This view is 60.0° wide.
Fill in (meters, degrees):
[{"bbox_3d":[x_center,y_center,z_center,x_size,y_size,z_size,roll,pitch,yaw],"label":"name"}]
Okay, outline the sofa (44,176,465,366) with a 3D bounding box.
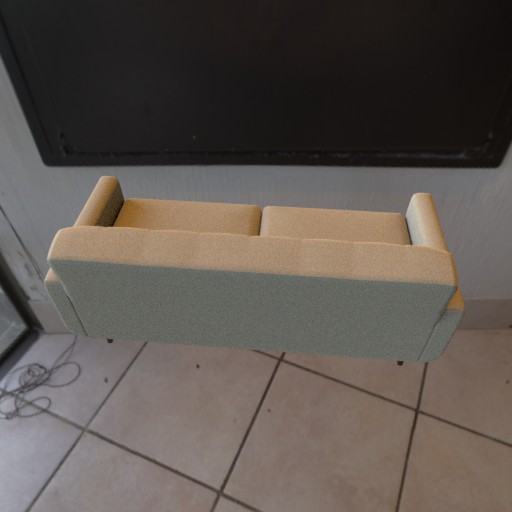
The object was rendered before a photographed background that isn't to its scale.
[{"bbox_3d":[0.000,0.000,2.625,2.137,0.892,0.980,4,46,3],"label":"sofa"}]
